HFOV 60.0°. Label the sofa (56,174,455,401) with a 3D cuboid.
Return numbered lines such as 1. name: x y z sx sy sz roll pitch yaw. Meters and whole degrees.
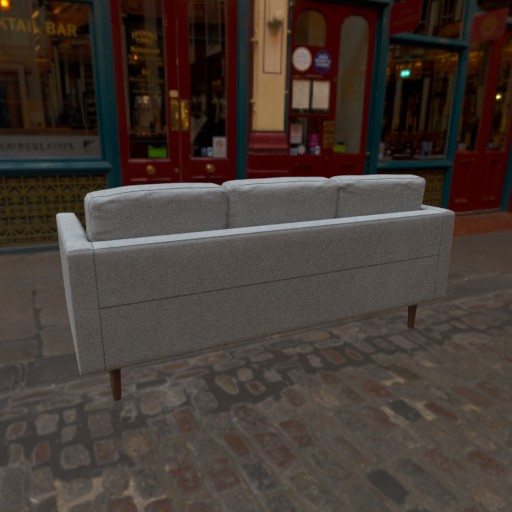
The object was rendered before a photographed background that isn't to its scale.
1. sofa: 0.000 0.000 2.493 1.983 0.918 0.944 -7 17 -25
